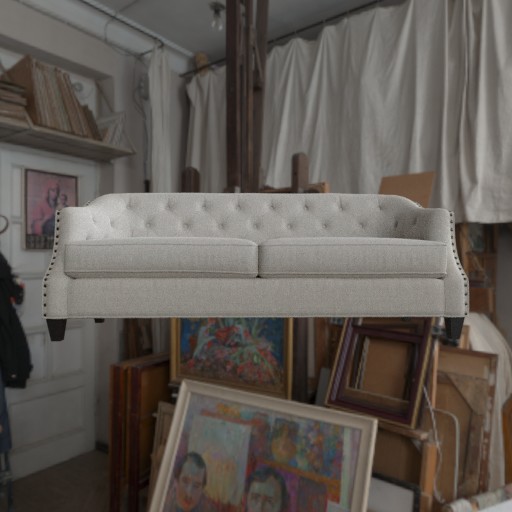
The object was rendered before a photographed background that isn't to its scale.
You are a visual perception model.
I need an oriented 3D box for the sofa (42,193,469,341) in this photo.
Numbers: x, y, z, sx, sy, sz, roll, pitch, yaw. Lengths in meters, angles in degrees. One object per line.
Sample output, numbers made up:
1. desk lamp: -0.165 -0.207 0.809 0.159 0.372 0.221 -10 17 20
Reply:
1. sofa: 0.000 0.000 2.747 2.235 0.901 0.914 0 -1 -2
